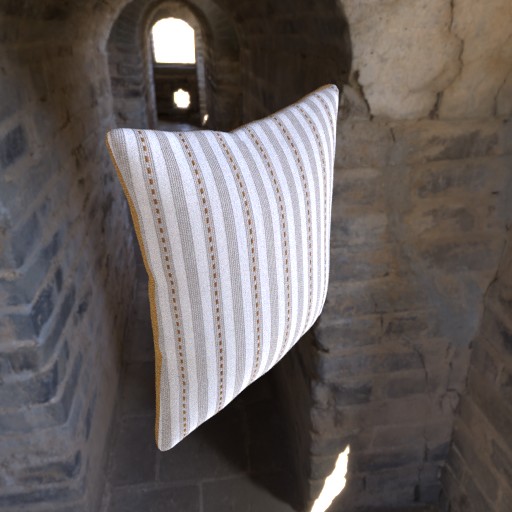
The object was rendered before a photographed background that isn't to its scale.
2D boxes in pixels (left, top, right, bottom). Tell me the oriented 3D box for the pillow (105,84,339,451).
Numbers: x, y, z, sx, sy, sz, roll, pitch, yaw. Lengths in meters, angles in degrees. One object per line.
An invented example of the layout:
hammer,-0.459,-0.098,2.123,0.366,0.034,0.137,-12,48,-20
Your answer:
pillow,0.000,0.000,0.648,0.147,0.437,0.432,18,32,32
